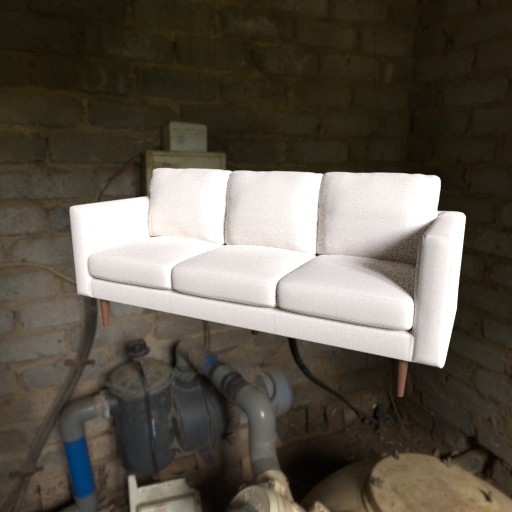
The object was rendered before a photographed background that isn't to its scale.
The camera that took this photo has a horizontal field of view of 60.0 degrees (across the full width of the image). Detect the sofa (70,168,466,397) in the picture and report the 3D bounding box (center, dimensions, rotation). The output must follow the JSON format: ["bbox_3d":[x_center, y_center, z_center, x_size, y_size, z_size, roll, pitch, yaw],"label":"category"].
[{"bbox_3d":[0.000,0.000,2.440,2.029,0.912,0.802,7,15,27],"label":"sofa"}]
